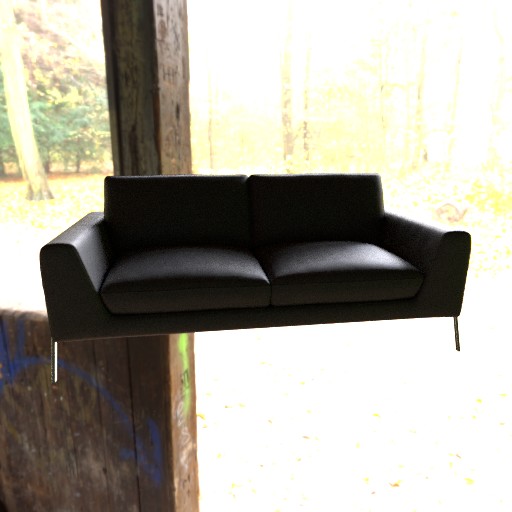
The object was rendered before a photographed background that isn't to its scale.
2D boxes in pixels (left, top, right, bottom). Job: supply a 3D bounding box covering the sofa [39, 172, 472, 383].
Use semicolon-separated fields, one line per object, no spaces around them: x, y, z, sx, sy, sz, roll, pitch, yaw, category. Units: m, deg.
0.000;0.000;2.486;2.017;0.875;0.953;-2;15;-9;sofa
